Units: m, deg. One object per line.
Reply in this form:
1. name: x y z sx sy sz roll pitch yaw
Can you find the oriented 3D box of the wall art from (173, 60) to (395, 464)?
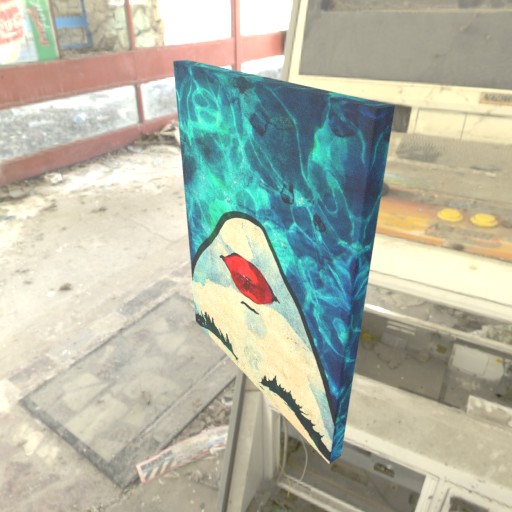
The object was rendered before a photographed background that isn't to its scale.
1. wall art: 0.000 0.000 1.007 0.038 0.760 0.609 -20 36 -30
